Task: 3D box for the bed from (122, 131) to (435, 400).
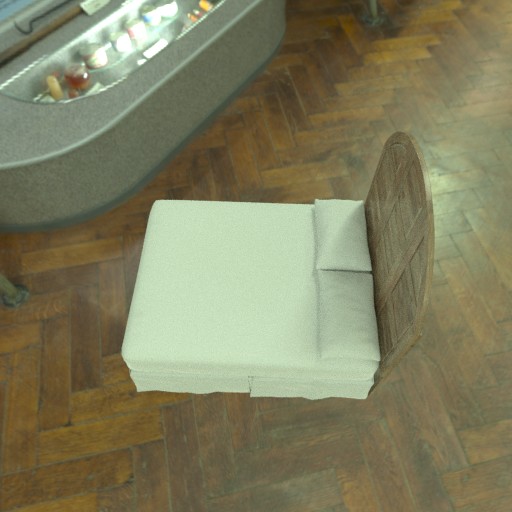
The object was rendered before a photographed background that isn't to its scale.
[{"bbox_3d":[0.000,0.000,3.511,2.112,2.002,1.713,2,58,1],"label":"bed"}]
